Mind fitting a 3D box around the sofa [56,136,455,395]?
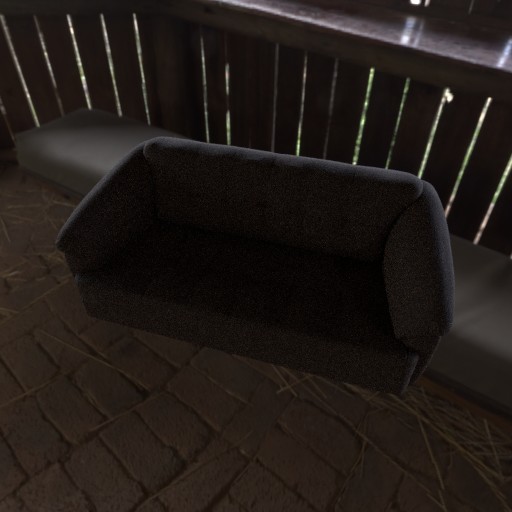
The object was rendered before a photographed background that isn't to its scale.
[{"bbox_3d":[0.000,0.000,2.302,1.849,0.790,0.887,12,43,13],"label":"sofa"}]
